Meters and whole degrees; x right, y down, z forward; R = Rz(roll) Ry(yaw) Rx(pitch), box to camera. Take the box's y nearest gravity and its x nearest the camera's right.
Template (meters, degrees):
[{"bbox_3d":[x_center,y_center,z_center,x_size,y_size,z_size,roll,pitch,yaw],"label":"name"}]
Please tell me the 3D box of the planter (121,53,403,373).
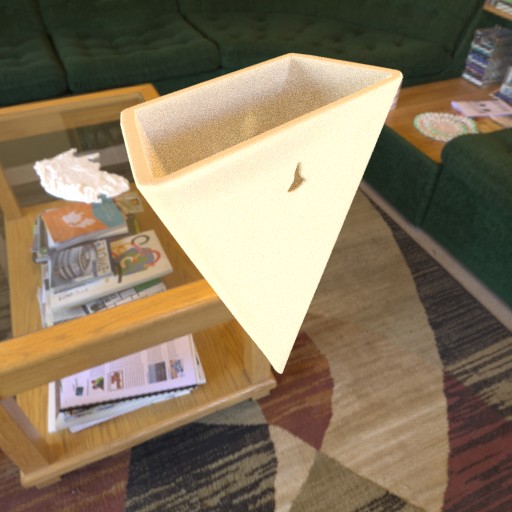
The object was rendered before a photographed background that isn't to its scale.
[{"bbox_3d":[0.000,0.000,0.267,0.150,0.197,0.060,-32,52,-28],"label":"planter"}]
